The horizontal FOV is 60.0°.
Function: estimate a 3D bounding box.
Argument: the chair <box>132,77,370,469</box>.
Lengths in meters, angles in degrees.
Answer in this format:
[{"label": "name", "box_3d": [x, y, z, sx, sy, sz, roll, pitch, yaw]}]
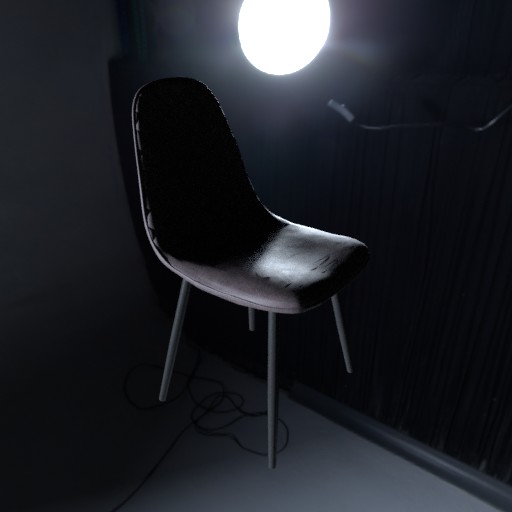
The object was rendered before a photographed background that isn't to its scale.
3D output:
[{"label": "chair", "box_3d": [0.000, 0.000, 1.213, 0.561, 0.889, 0.472, 17, 31, 32]}]
